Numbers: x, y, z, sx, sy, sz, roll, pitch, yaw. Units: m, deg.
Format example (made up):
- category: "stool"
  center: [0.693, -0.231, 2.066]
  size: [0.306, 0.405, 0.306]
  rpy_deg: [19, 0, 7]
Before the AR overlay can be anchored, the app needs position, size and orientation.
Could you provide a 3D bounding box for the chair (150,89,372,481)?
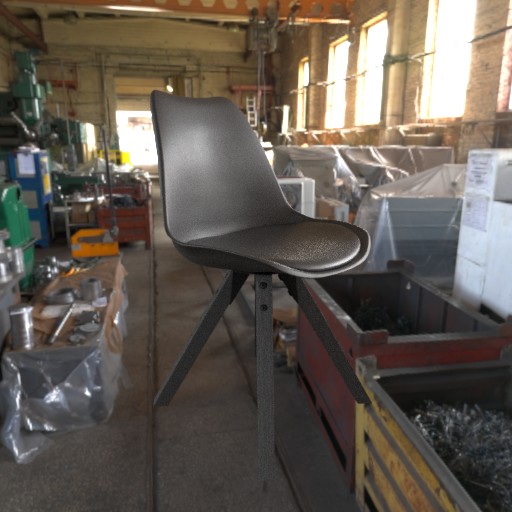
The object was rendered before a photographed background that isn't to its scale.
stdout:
- category: "chair"
  center: [0.000, 0.000, 1.171]
  size: [0.550, 0.850, 0.485]
  rpy_deg: [13, 19, 42]
